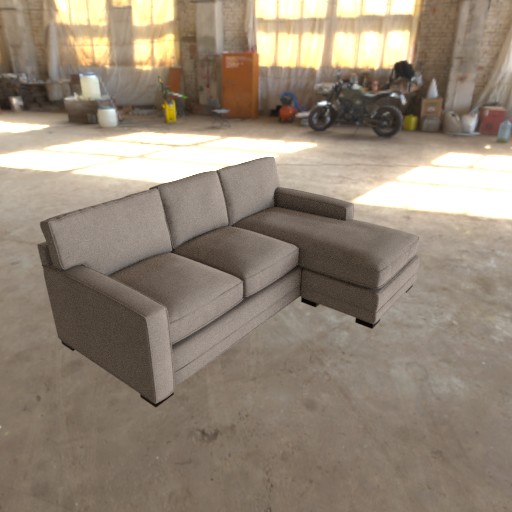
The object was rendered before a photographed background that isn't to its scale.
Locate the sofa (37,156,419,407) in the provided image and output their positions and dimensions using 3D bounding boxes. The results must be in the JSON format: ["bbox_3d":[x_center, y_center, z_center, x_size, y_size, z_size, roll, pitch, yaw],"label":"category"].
[{"bbox_3d":[0.000,0.000,2.901,1.496,0.861,2.087,18,31,34],"label":"sofa"}]
